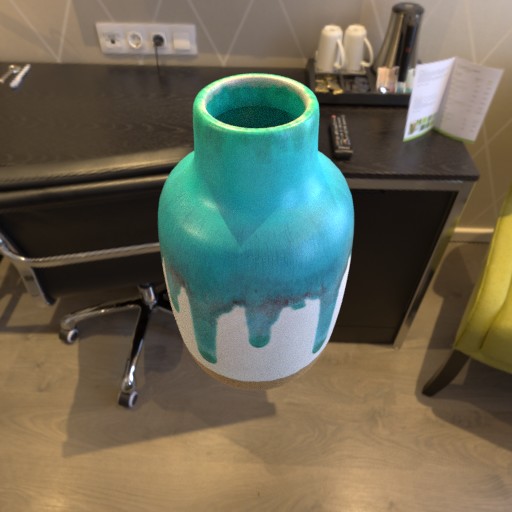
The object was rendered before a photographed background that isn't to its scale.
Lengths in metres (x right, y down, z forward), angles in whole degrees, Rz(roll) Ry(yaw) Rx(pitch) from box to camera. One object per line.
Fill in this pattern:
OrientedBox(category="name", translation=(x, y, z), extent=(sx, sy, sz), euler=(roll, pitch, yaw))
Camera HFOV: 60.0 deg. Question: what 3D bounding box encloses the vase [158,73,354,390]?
OrientedBox(category="vase", translation=(0.000, 0.000, 0.256), extent=(0.106, 0.192, 0.106), euler=(0, 47, 0))
